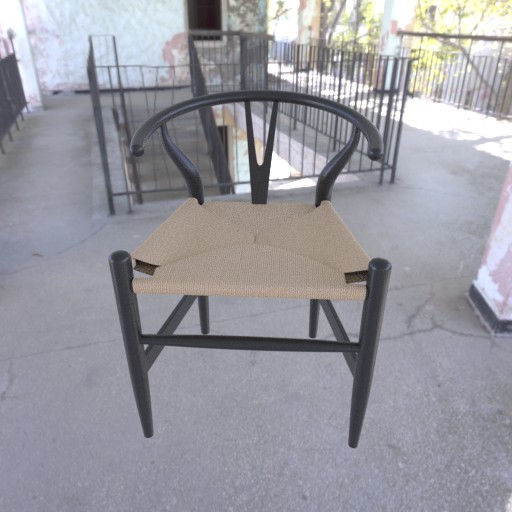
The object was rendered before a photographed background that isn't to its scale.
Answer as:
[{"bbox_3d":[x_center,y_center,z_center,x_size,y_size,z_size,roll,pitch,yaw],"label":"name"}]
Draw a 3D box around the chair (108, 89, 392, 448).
[{"bbox_3d":[0.000,0.000,1.145,0.570,0.739,0.570,2,28,3],"label":"chair"}]
